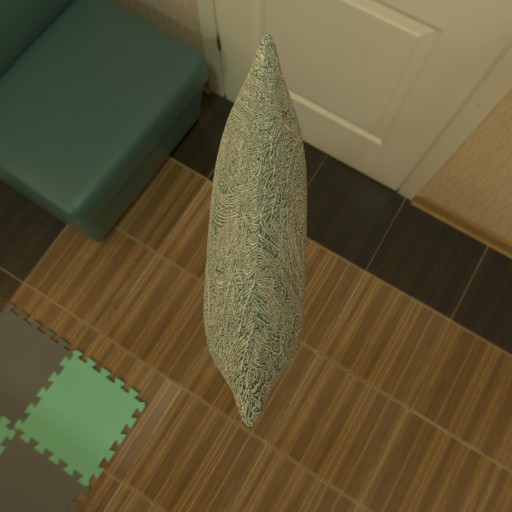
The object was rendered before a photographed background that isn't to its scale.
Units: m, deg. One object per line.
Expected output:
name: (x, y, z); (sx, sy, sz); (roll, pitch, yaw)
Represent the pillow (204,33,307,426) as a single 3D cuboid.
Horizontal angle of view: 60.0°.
pillow: (0.000, 0.000, 0.800); (0.166, 0.507, 0.526); (3, 75, 1)
